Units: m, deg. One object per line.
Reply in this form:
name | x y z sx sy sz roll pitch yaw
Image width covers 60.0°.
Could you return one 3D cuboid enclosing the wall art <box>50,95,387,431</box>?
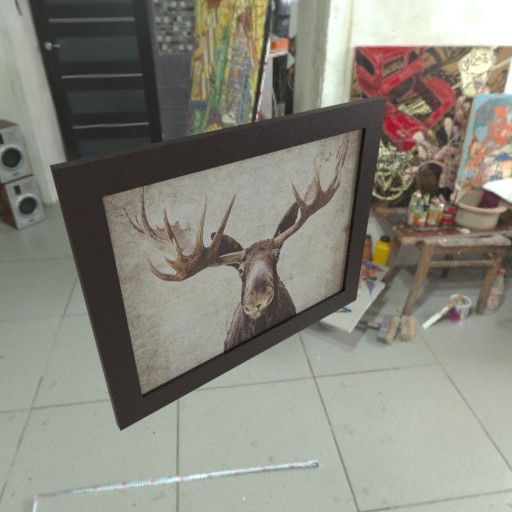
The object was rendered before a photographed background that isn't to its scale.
wall art | 0.000 0.000 1.603 1.207 0.952 0.034 -22 38 -31
